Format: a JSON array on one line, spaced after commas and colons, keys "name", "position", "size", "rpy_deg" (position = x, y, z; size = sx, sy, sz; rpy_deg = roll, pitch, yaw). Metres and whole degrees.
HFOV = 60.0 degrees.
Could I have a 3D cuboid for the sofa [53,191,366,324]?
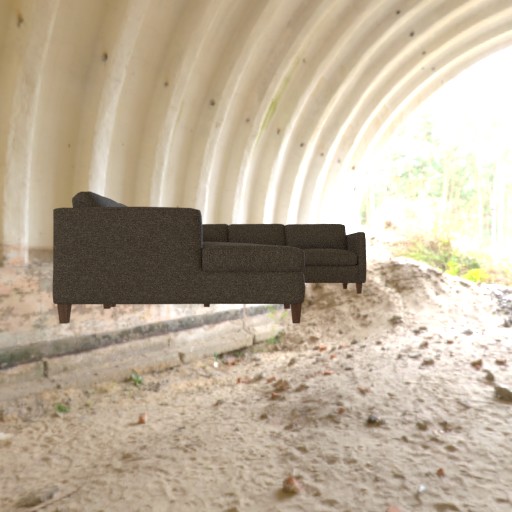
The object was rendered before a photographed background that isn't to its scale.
[{"name": "sofa", "position": [0.000, 0.000, 4.308], "size": [2.551, 0.853, 3.238], "rpy_deg": [0, 0, 0]}]
